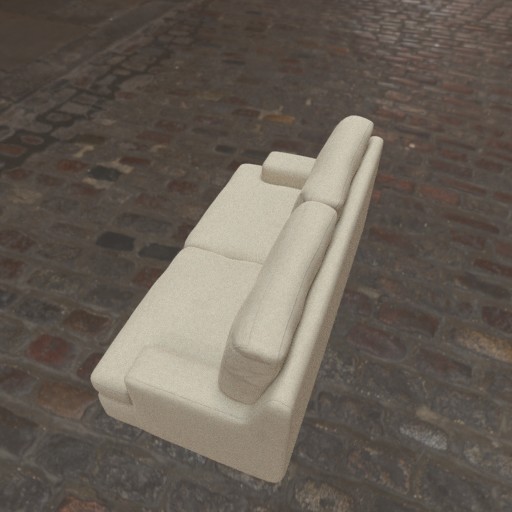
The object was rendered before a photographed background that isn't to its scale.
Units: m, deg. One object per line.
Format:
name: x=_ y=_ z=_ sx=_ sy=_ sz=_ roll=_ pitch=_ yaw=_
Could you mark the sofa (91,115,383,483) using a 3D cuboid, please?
sofa: x=0.000 y=0.000 z=2.413 sx=0.962 sy=0.967 sz=1.885 roll=15 pitch=47 yaw=15
